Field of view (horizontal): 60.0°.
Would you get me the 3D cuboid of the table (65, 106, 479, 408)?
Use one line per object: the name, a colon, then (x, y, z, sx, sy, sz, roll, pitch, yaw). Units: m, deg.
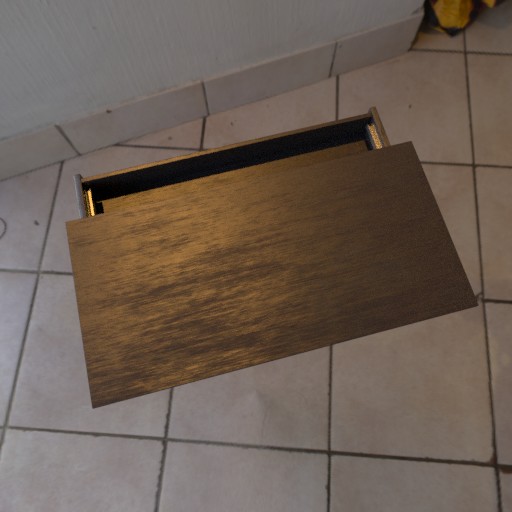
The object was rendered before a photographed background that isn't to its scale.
table: (0.000, 0.000, 1.474, 1.000, 0.570, 0.712, -14, 74, -4)
